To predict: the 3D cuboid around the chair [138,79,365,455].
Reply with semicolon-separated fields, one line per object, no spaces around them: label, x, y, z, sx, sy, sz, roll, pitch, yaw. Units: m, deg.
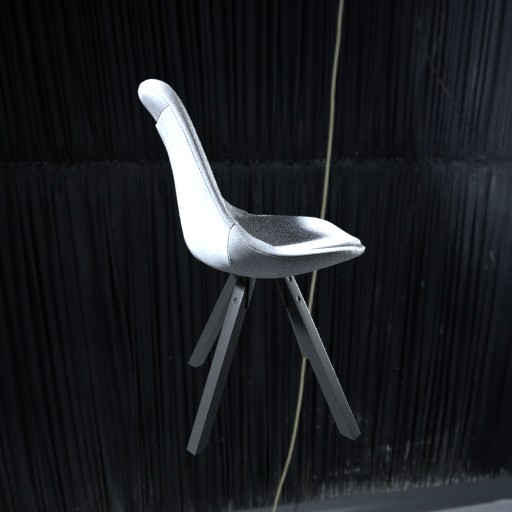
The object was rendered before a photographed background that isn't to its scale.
chair;0.000;0.000;1.186;0.550;0.850;0.485;-2;15;-8
